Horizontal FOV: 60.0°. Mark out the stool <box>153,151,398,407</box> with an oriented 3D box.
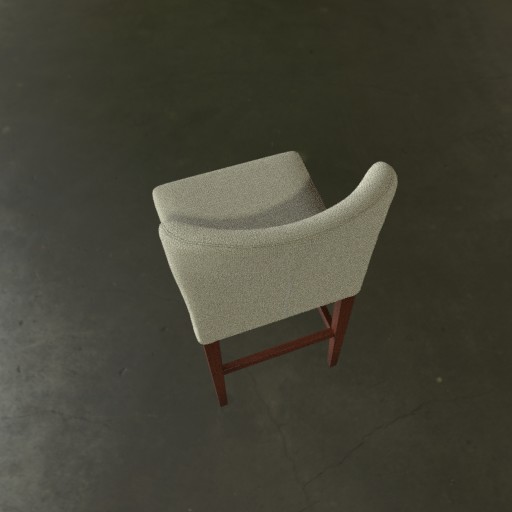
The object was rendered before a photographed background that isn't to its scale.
[{"bbox_3d":[0.000,0.000,1.288,0.481,0.969,0.568,-17,60,-10],"label":"stool"}]
